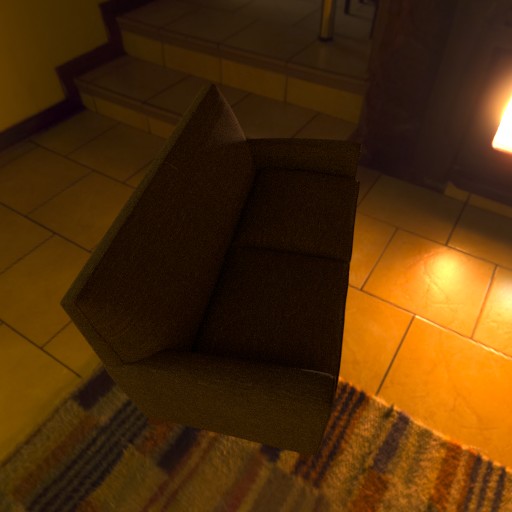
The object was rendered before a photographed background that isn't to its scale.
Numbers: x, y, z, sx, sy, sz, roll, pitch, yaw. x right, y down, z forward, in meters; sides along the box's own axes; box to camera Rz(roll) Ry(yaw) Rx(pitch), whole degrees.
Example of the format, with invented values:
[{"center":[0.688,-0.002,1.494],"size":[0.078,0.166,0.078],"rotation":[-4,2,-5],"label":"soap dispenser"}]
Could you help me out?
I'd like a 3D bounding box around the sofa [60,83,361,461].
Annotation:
[{"center":[0.000,0.000,2.026],"size":[0.867,0.905,1.509],"rotation":[9,47,9],"label":"sofa"}]
